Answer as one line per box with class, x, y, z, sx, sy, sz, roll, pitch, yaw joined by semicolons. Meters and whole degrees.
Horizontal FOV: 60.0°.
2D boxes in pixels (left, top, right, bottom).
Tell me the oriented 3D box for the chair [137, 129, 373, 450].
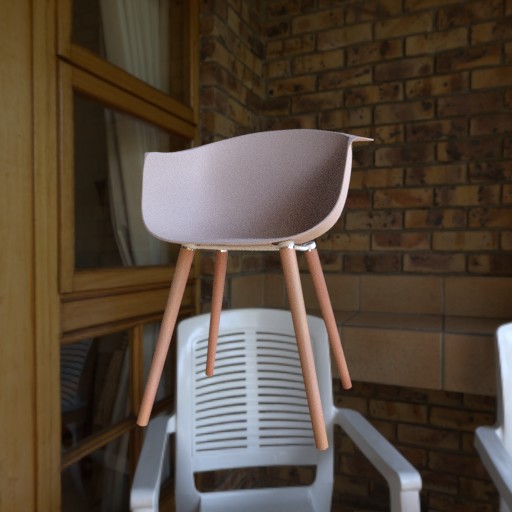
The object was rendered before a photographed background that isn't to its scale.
chair;0.000;0.000;1.165;0.593;0.781;0.504;0;1;17
